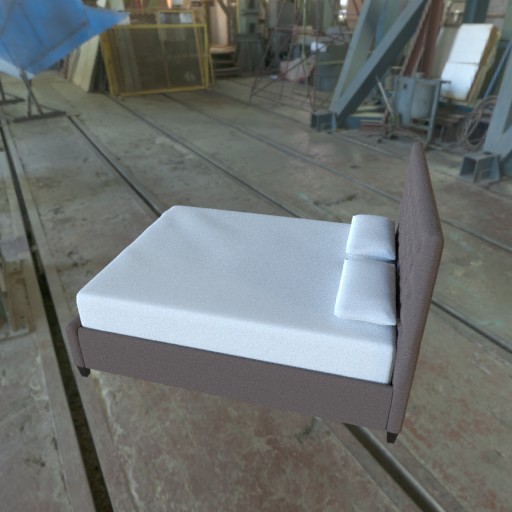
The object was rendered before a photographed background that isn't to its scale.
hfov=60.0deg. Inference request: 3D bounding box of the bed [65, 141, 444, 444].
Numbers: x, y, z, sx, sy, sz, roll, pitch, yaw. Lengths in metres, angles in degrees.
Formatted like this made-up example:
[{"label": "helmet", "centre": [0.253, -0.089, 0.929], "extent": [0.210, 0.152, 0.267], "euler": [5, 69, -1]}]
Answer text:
[{"label": "bed", "centre": [0.000, 0.000, 3.284], "extent": [2.233, 1.426, 1.696], "euler": [8, 30, 13]}]
